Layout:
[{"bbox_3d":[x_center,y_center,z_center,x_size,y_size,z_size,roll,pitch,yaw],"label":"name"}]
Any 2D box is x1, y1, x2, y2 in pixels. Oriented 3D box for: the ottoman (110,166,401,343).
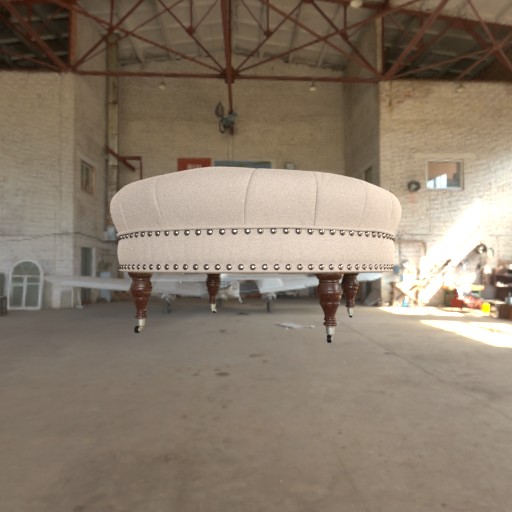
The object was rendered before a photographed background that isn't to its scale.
[{"bbox_3d":[0.000,0.000,1.426,0.901,0.439,0.901,0,-1,0],"label":"ottoman"}]
